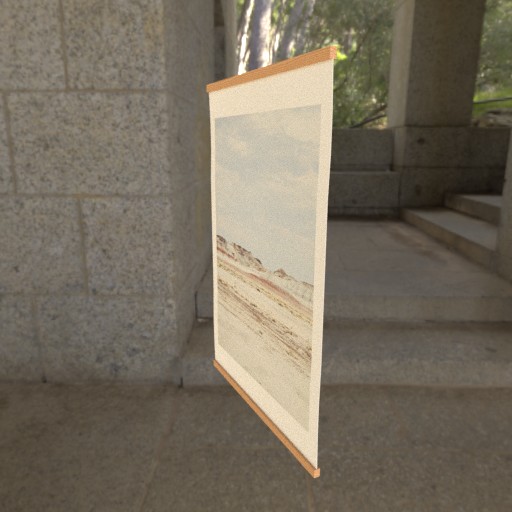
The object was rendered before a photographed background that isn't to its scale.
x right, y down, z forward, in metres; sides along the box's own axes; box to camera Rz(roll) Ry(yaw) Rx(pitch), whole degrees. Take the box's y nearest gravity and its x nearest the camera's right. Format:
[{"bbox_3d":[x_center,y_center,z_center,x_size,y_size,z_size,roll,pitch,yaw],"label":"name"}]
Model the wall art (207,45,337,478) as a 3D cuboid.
[{"bbox_3d":[0.000,0.000,1.948,0.025,1.521,1.011,-7,16,-27],"label":"wall art"}]
